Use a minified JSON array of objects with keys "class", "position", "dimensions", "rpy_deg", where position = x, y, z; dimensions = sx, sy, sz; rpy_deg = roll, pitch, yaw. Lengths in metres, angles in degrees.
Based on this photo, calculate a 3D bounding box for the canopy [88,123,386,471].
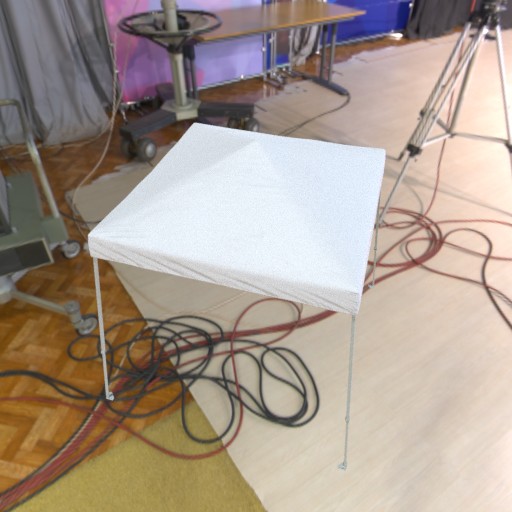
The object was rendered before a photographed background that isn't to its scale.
[{"class":"canopy","position":[0.000,0.000,5.028],"dimensions":[2.850,2.850,2.849],"rpy_deg":[12,43,13]}]
